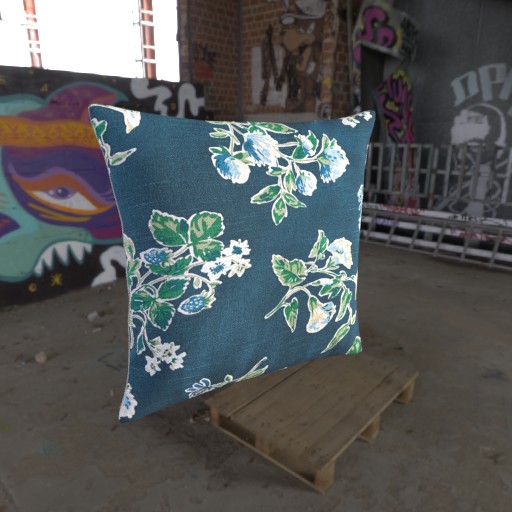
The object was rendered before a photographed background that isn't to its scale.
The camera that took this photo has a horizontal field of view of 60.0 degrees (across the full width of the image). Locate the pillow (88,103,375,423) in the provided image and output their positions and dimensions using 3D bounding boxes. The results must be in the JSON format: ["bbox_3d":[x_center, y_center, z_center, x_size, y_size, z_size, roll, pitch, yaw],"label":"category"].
[{"bbox_3d":[0.000,0.000,0.796,0.525,0.508,0.166,-8,18,-27],"label":"pillow"}]
